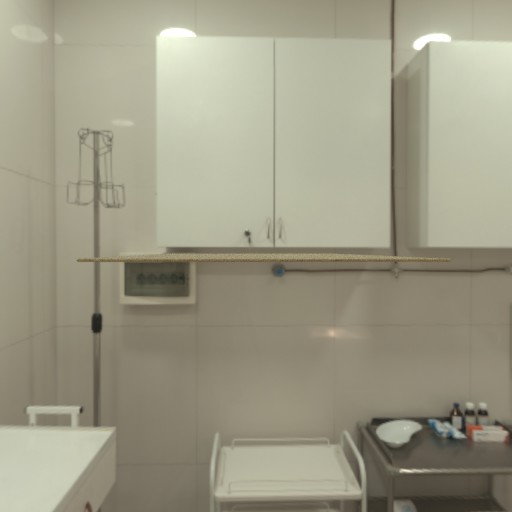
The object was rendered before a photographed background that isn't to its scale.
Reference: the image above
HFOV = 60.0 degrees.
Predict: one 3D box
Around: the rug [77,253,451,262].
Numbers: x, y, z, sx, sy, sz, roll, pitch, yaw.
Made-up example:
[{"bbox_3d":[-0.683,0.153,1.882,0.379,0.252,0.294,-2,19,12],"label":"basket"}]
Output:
[{"bbox_3d":[0.000,0.000,3.018,1.540,0.012,2.448,0,1,-2],"label":"rug"}]
